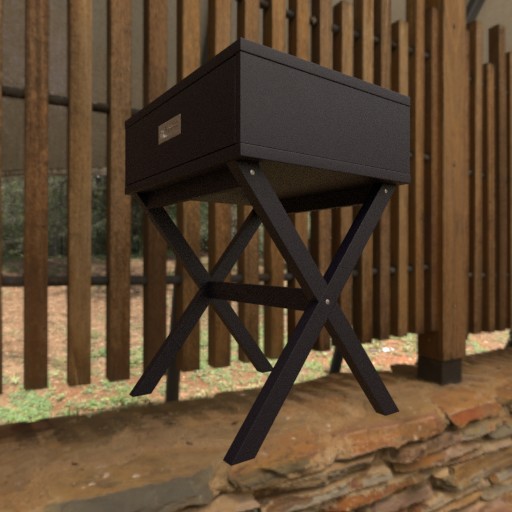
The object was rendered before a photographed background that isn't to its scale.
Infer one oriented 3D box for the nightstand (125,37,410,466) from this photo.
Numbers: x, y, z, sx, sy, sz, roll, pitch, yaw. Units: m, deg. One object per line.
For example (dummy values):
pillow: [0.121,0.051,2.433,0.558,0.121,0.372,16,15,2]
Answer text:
nightstand: [0.000,0.000,0.943,0.402,0.623,0.479,0,0,-36]
